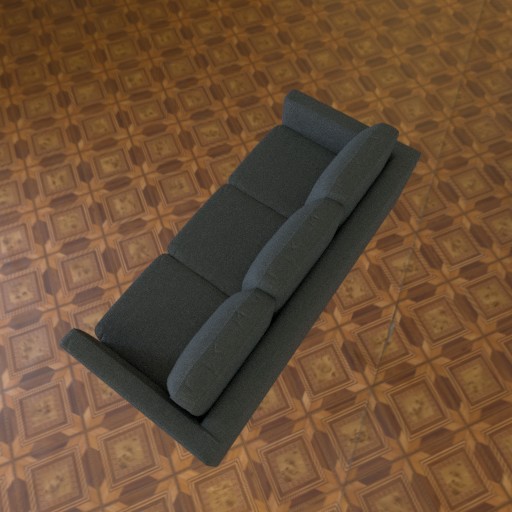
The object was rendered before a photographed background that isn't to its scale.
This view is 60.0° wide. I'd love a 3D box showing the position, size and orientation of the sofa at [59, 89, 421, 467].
[{"bbox_3d":[0.000,0.000,2.533,0.935,0.945,2.013,33,68,15],"label":"sofa"}]
